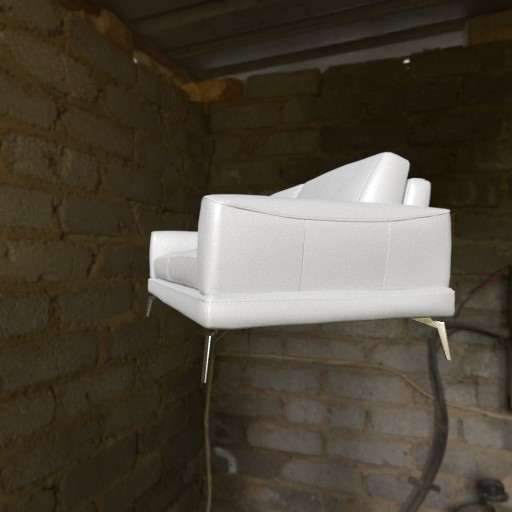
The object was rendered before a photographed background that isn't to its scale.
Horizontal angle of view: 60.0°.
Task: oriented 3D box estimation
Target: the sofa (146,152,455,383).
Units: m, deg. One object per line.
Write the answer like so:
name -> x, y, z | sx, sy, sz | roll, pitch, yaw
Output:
sofa -> 0.000, 0.000, 2.676 | 1.121, 0.930, 2.177 | 0, -1, -19
